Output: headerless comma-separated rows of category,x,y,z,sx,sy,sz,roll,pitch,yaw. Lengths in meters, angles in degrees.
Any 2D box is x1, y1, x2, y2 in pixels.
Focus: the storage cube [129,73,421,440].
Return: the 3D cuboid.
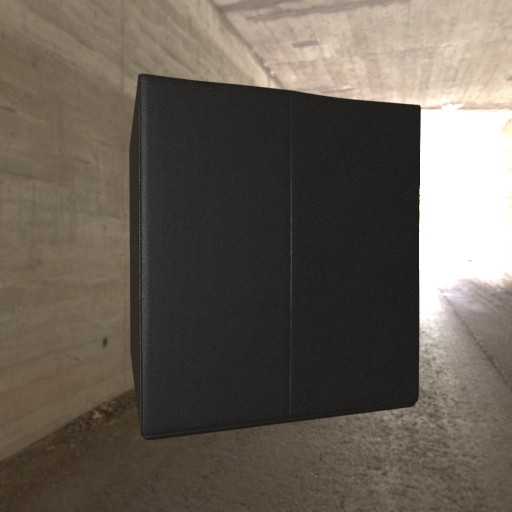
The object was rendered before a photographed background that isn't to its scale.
storage cube,0.000,0.000,0.499,0.270,0.280,0.270,0,1,-17
